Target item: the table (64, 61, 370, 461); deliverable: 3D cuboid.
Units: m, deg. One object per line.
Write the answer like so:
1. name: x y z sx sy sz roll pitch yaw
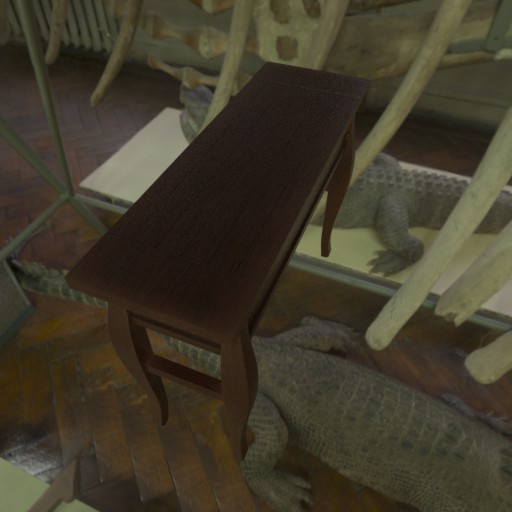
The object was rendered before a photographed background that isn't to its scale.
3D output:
1. table: 0.000 0.000 1.417 0.373 0.768 1.062 17 49 15
